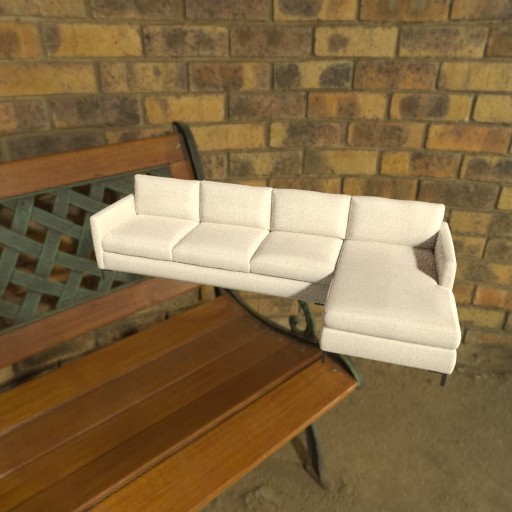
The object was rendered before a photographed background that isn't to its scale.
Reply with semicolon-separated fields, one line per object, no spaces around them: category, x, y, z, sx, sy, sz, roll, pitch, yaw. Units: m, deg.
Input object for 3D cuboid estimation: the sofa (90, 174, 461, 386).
sofa;0.000;0.000;2.940;2.445;0.677;1.126;8;27;16
